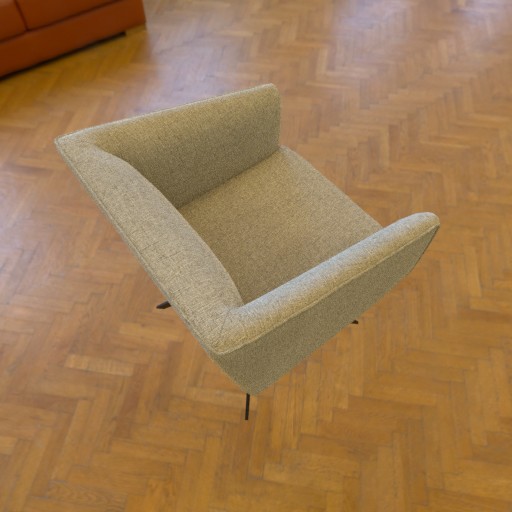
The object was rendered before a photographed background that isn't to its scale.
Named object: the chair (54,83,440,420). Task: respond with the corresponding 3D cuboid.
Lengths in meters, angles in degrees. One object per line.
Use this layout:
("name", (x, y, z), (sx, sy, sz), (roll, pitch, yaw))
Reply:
("chair", (0.000, 0.000, 1.218), (0.623, 0.760, 0.628), (-33, 63, -19))
